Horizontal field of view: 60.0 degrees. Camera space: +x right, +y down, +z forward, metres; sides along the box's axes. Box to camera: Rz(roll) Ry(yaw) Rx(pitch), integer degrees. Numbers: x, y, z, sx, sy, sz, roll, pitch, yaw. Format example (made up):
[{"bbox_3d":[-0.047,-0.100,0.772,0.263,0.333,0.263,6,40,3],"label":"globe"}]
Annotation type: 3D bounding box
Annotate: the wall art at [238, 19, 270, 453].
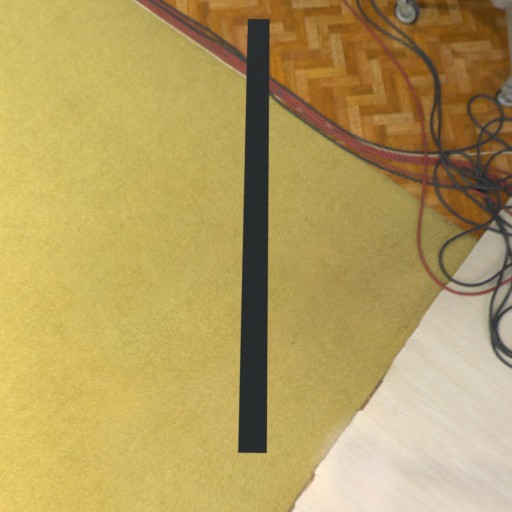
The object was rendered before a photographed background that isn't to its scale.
[{"bbox_3d":[0.000,0.000,0.758,0.030,0.454,0.554,1,75,0],"label":"wall art"}]
